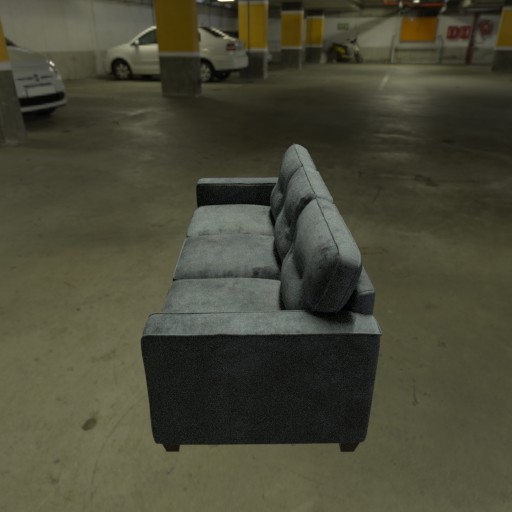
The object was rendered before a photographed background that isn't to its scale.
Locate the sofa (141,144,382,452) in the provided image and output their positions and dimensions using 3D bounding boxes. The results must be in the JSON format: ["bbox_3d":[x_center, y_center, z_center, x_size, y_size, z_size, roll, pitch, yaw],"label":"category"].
[{"bbox_3d":[0.000,0.000,2.674,0.939,0.965,2.133,0,26,-1],"label":"sofa"}]
